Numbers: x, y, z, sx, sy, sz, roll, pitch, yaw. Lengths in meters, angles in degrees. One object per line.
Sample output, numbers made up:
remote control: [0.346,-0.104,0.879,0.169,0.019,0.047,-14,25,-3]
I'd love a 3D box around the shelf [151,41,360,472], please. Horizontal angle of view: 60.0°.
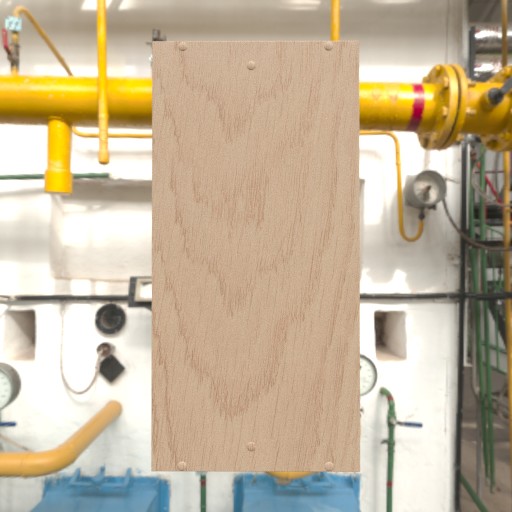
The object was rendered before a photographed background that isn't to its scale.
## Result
shelf: [0.000,0.000,0.716,0.290,0.600,0.200,0,-1,0]
